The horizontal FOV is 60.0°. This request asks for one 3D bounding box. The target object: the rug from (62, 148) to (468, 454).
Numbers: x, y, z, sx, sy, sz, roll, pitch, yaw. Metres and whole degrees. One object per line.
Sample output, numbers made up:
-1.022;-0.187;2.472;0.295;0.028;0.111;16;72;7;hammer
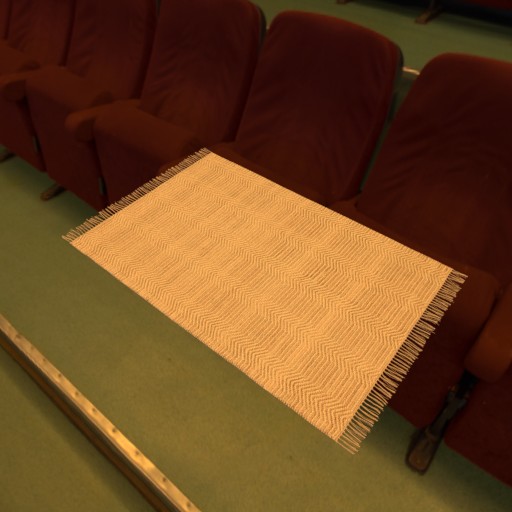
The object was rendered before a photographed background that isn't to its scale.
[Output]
0.000;0.000;2.535;2.021;0.027;1.224;30;54;26;rug
